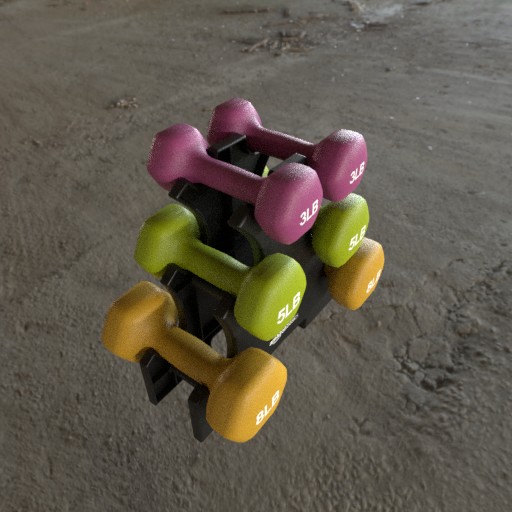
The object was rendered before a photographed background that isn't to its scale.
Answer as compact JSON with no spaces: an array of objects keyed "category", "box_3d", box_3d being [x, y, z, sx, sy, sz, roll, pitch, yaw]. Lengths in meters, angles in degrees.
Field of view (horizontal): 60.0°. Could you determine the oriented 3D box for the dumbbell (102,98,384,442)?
[{"category":"dumbbell","box_3d":[0.000,0.000,0.466,0.190,0.271,0.300,27,47,28]}]
